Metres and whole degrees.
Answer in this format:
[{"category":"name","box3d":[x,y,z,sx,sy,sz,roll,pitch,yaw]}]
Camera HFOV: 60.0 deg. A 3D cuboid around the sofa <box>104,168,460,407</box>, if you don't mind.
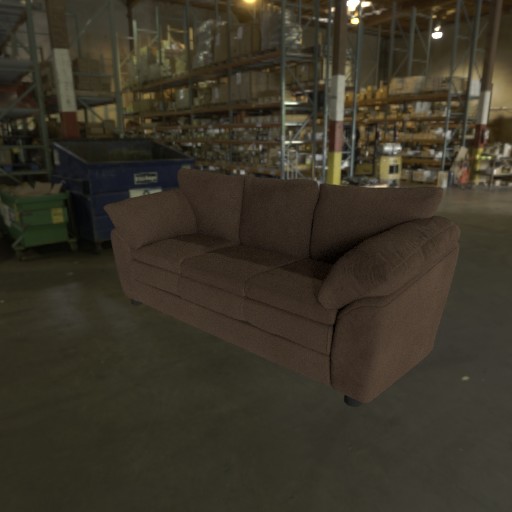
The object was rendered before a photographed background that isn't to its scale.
[{"category":"sofa","box3d":[0.000,0.000,2.901,2.336,1.015,0.878,14,20,41]}]
